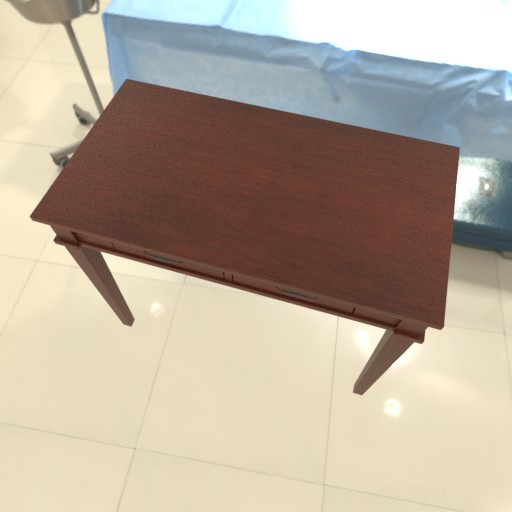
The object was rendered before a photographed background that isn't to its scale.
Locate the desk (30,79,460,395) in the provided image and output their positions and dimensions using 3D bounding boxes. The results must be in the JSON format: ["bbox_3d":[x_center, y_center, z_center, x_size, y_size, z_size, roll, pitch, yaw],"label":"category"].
[{"bbox_3d":[0.000,0.000,1.477,1.001,0.762,0.549,15,60,9],"label":"desk"}]
